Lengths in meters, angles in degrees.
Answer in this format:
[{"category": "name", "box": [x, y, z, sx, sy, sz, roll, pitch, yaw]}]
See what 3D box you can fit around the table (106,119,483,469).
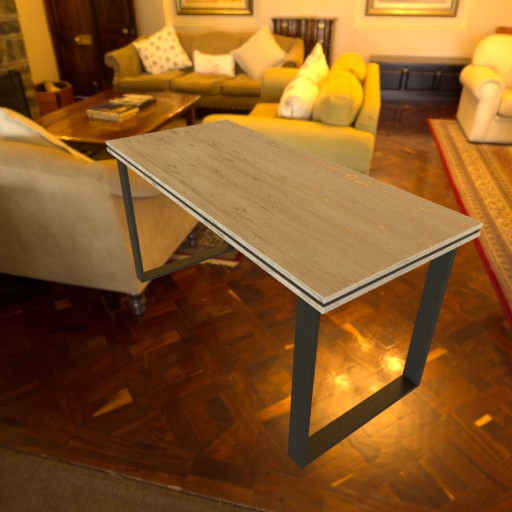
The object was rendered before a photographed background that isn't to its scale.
[{"category": "table", "box": [0.000, 0.000, 2.290, 0.795, 0.899, 1.778, -20, 37, -30]}]
